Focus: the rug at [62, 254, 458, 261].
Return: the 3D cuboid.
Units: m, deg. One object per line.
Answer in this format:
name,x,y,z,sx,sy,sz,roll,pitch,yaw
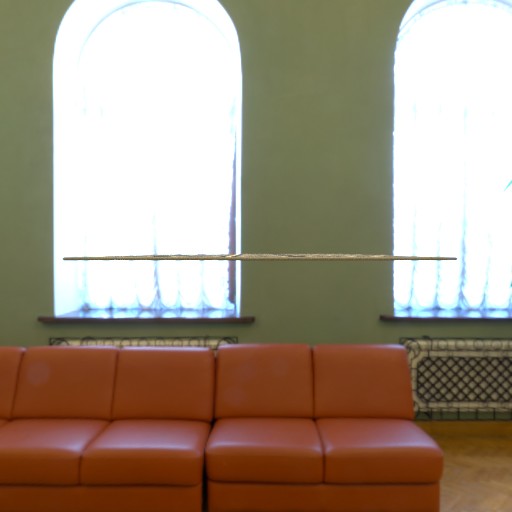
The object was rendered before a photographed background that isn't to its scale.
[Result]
rug,0.000,0.000,2.839,1.528,0.014,2.294,0,1,-1
